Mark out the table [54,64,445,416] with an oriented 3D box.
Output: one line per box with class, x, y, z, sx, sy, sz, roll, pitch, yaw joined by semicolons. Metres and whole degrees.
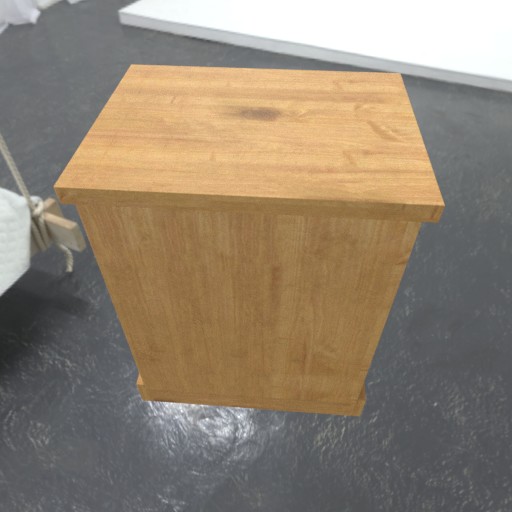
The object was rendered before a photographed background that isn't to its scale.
table;0.000;0.000;1.209;0.660;0.813;0.500;3;46;3
